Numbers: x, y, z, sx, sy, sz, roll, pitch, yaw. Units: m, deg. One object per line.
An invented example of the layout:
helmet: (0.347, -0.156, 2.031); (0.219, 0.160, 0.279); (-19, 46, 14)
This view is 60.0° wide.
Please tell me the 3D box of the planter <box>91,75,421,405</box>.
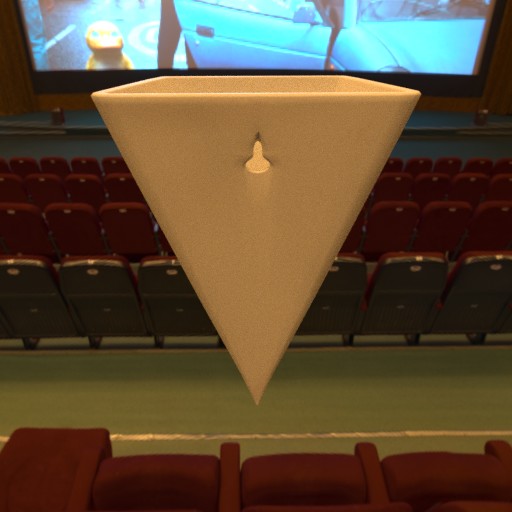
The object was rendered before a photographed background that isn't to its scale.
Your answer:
planter: (0.000, 0.000, 0.270); (0.150, 0.197, 0.060); (-1, 29, -2)
